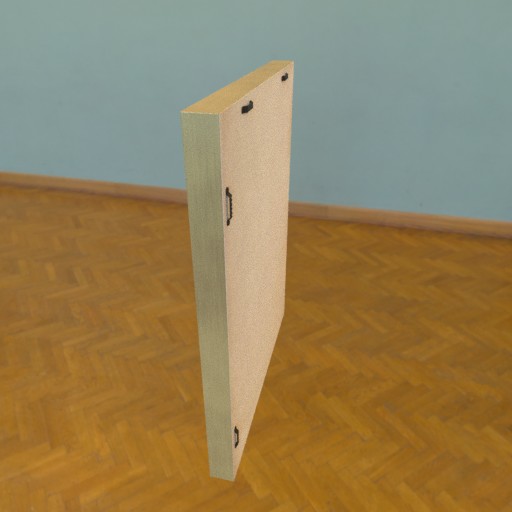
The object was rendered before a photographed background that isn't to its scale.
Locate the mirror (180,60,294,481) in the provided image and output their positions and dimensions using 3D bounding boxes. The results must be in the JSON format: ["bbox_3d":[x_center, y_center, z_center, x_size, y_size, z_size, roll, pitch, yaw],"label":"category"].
[{"bbox_3d":[0.000,0.000,0.678,0.041,0.509,0.406,7,30,11],"label":"mirror"}]
